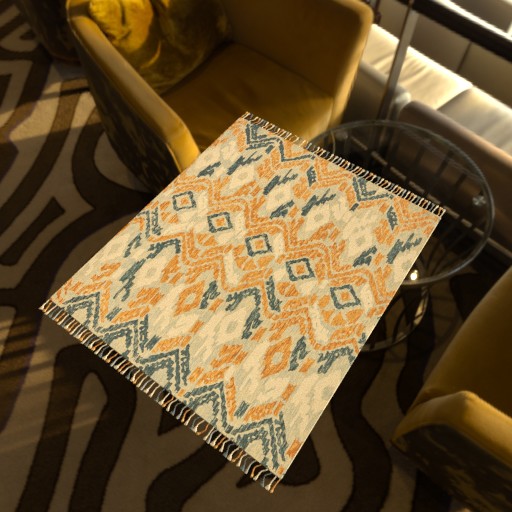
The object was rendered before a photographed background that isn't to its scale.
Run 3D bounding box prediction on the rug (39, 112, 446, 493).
[{"bbox_3d":[0.000,0.000,4.099,2.439,0.010,3.048,31,64,17],"label":"rug"}]
